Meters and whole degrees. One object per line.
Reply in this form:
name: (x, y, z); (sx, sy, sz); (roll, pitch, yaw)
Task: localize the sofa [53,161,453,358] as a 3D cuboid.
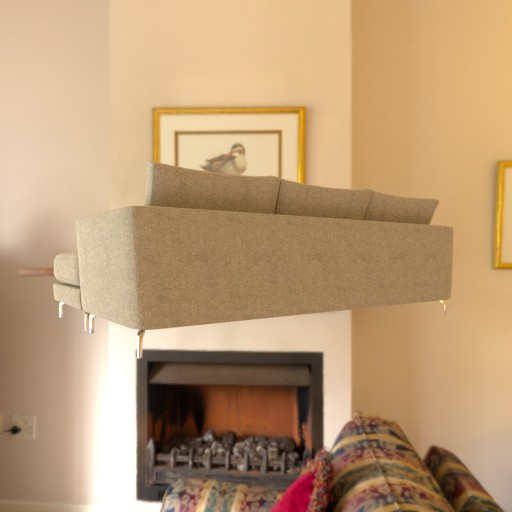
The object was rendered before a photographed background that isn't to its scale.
sofa: (0.000, 0.000, 3.153); (2.438, 0.864, 1.626); (0, 0, -35)
